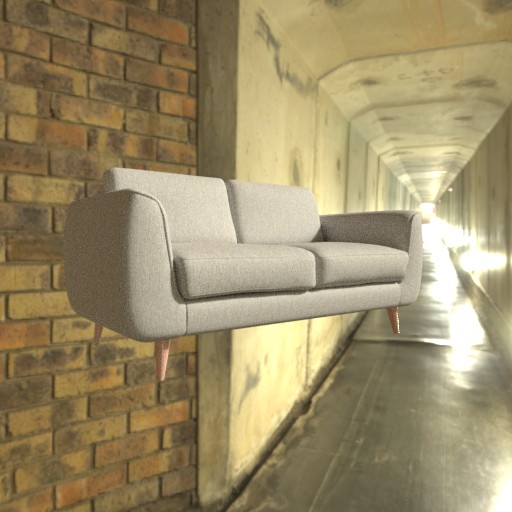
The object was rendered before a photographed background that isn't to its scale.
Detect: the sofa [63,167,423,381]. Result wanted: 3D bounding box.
[{"bbox_3d":[0.000,0.000,2.258,1.700,0.850,0.920,-1,2,-37],"label":"sofa"}]
